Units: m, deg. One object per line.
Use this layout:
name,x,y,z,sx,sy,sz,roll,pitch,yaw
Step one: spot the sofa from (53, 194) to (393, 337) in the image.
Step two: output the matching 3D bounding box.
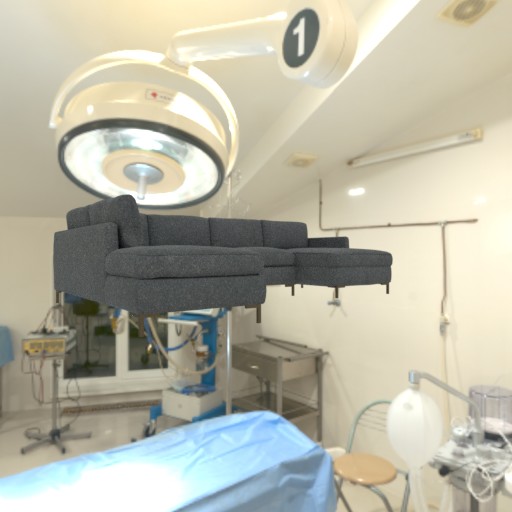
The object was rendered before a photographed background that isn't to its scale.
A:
sofa,0.000,0.000,3.893,2.956,0.813,2.007,0,0,-36
